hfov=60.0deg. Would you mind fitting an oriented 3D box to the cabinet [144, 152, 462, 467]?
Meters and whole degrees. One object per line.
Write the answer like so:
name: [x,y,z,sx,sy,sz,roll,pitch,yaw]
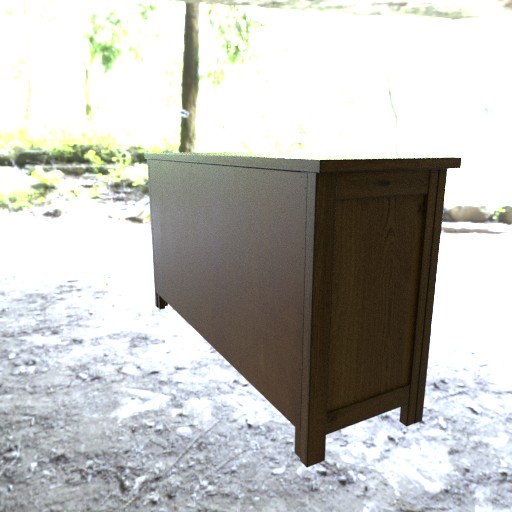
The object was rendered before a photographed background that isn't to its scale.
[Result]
cabinet: [0.000,0.000,1.816,0.480,0.813,1.474,-7,16,-28]
